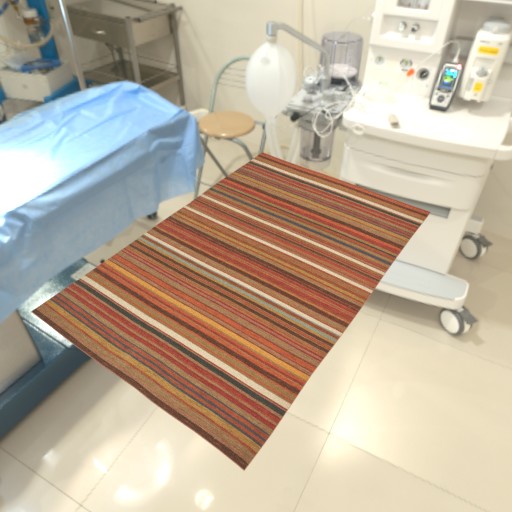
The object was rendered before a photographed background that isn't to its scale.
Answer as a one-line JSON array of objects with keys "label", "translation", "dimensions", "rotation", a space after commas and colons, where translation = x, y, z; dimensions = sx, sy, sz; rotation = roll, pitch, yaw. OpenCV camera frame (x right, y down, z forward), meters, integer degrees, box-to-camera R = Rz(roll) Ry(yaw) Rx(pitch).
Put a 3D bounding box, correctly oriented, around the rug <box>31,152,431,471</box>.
[{"label": "rug", "translation": [0.000, 0.000, 2.312], "dimensions": [1.217, 0.007, 1.828], "rotation": [26, 48, 26]}]
